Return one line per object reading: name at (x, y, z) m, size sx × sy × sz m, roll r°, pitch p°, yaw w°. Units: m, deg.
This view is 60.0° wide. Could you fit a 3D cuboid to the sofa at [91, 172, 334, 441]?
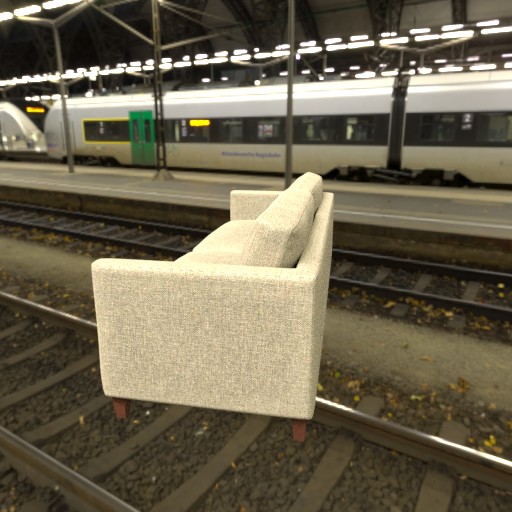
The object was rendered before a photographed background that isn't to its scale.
sofa at (0.000, 0.000, 2.915) m, size 0.948 × 0.951 × 2.434 m, roll 3°, pitch 16°, yaw 11°
